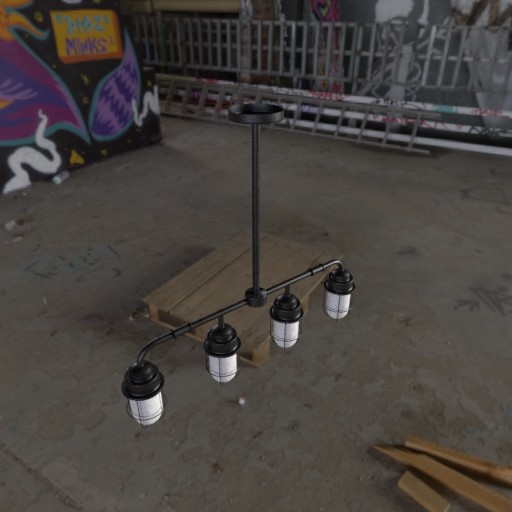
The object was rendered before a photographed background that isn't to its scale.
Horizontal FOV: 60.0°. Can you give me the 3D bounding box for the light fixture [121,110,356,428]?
[{"bbox_3d":[0.000,0.000,1.223,0.852,0.785,0.131,-21,36,-33],"label":"light fixture"}]
